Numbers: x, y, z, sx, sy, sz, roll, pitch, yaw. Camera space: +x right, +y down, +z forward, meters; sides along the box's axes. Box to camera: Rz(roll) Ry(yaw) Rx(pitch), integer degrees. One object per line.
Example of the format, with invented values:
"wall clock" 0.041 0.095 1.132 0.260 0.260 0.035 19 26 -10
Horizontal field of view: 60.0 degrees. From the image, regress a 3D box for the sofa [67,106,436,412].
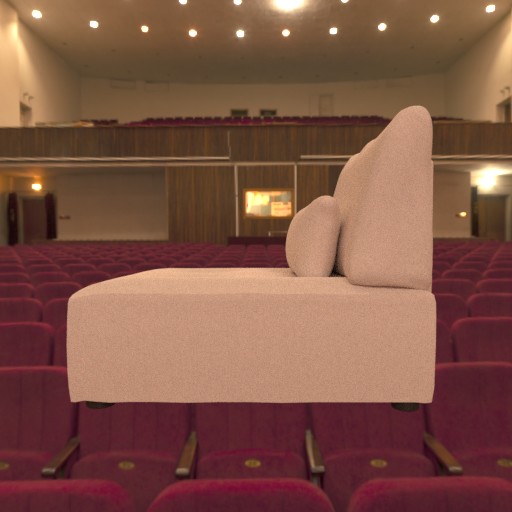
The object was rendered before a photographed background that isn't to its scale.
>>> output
"sofa" 0.000 0.000 1.514 1.000 0.820 0.700 0 1 0
